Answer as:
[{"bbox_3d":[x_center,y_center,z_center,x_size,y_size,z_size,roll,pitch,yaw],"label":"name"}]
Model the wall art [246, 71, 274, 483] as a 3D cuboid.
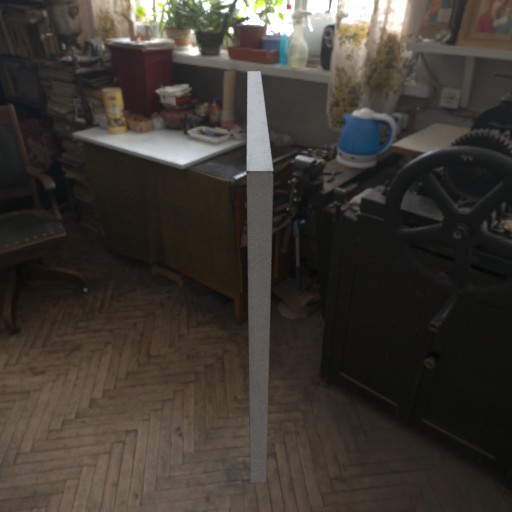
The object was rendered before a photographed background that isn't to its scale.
[{"bbox_3d":[0.000,0.000,1.144,0.038,0.762,0.762,0,32,-1],"label":"wall art"}]
